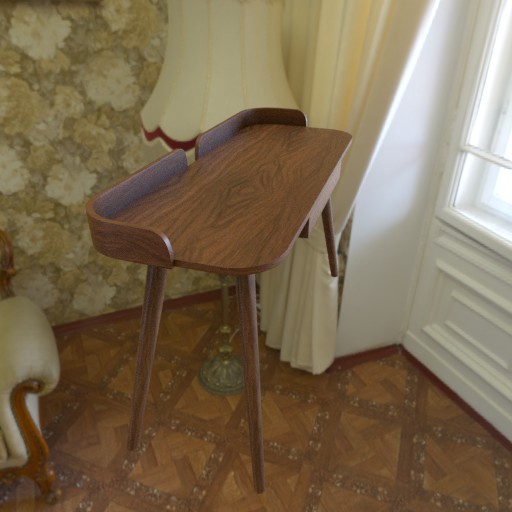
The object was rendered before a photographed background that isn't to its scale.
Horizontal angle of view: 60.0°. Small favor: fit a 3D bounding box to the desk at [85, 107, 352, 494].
[{"bbox_3d":[0.000,0.000,1.628,0.486,0.800,1.256,10,31,16],"label":"desk"}]
